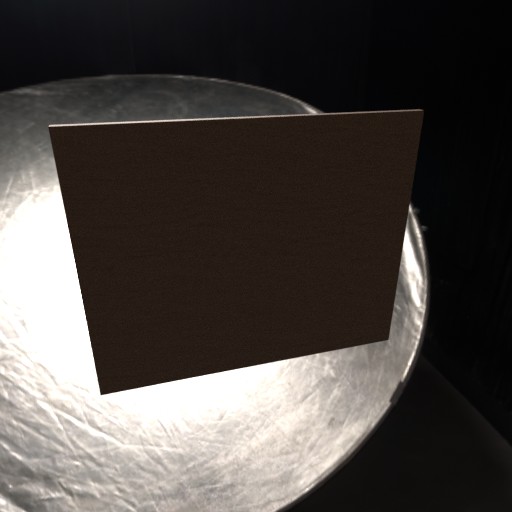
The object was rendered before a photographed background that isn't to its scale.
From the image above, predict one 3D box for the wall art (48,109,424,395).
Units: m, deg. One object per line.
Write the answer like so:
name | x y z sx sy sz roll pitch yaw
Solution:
wall art | 0.000 0.000 0.673 0.508 0.406 0.013 -7 26 -15
